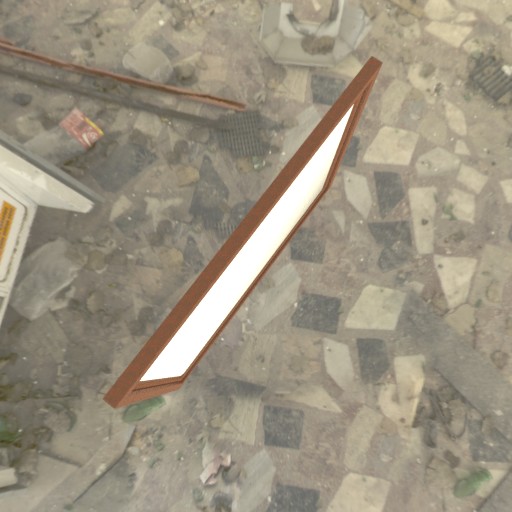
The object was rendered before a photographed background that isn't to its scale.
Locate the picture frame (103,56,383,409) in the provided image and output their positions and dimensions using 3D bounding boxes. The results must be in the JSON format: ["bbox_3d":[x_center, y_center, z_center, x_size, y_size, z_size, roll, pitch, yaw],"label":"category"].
[{"bbox_3d":[0.000,0.000,1.808,0.045,1.018,1.329,36,79,8],"label":"picture frame"}]
